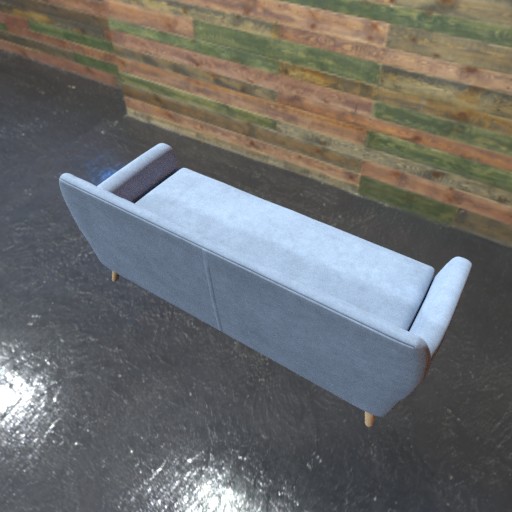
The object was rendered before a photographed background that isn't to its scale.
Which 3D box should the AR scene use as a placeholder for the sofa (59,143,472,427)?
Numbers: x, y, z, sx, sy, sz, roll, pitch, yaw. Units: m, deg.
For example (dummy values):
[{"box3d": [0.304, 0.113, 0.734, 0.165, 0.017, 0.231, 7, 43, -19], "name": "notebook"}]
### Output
[{"box3d": [0.000, 0.000, 2.356, 1.970, 0.830, 0.830, 25, 51, 22], "name": "sofa"}]
